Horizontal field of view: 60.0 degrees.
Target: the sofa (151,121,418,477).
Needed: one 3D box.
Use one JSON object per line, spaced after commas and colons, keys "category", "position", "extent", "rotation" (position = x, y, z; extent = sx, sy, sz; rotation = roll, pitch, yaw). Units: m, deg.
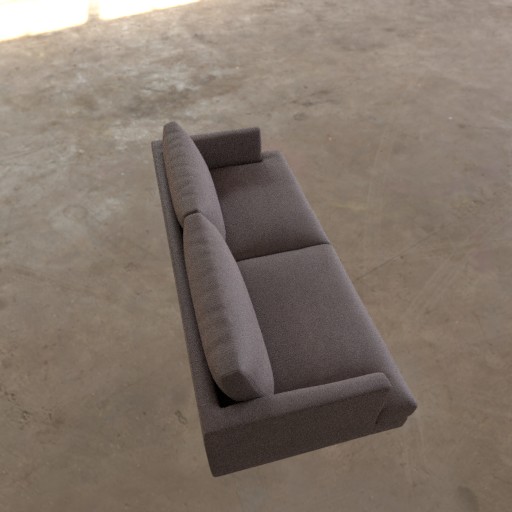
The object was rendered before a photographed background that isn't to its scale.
{"category": "sofa", "position": [0.000, 0.000, 2.741], "extent": [1.020, 0.868, 2.250], "rotation": [-11, 47, -10]}
